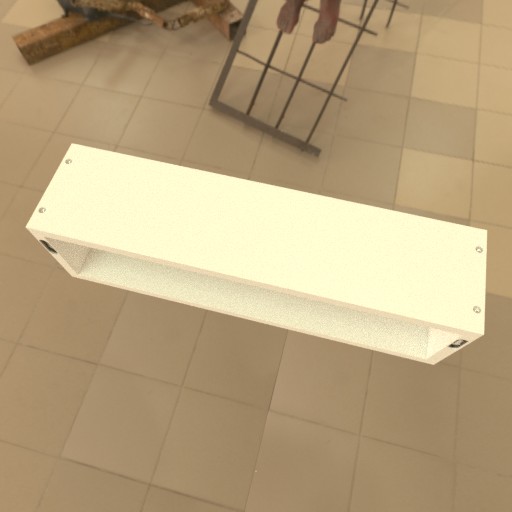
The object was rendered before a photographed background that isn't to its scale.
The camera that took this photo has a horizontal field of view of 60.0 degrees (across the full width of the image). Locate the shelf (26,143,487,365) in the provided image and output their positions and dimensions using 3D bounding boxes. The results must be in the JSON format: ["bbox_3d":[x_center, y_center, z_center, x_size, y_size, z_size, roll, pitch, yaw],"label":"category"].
[{"bbox_3d":[0.000,0.000,0.679,0.610,0.170,0.150,13,65,6],"label":"shelf"}]
